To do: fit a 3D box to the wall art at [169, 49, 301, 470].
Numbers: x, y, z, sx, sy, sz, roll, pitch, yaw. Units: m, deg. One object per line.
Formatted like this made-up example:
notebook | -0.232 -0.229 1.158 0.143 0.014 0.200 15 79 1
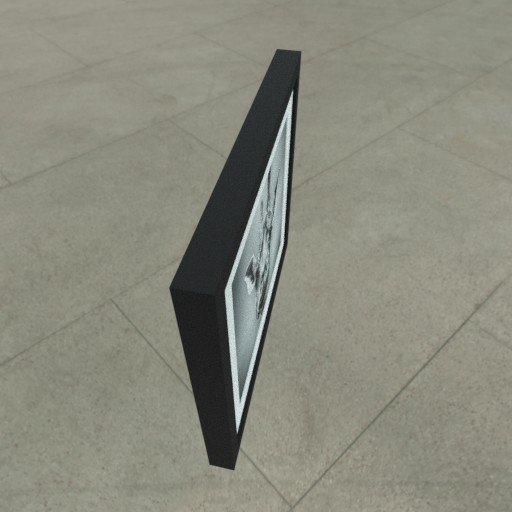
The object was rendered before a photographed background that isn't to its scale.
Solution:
wall art | 0.000 0.000 0.528 0.031 0.330 0.381 9 47 8
